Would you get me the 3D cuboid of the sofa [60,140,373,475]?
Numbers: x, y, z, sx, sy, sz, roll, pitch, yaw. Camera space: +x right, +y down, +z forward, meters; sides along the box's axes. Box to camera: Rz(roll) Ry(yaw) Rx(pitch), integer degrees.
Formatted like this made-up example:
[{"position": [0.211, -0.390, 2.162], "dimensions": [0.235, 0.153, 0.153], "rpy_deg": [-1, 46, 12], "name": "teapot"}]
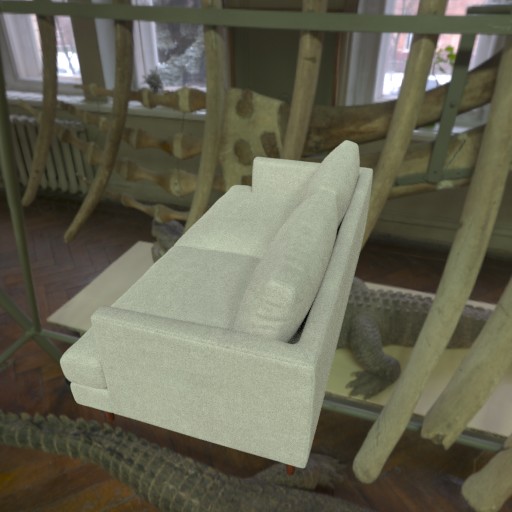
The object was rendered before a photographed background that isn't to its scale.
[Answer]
[{"position": [0.000, 0.000, 2.394], "dimensions": [1.020, 0.868, 1.948], "rpy_deg": [9, 32, 16], "name": "sofa"}]
